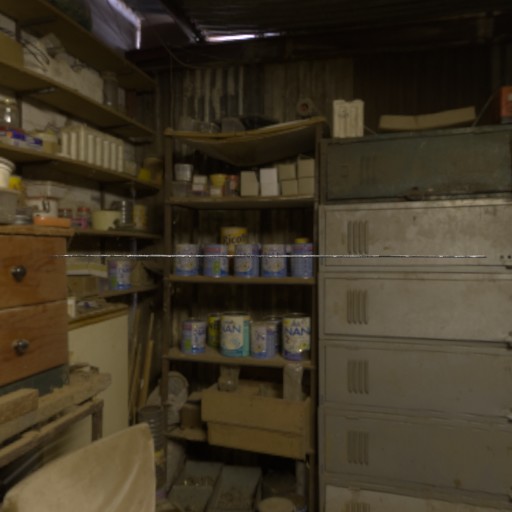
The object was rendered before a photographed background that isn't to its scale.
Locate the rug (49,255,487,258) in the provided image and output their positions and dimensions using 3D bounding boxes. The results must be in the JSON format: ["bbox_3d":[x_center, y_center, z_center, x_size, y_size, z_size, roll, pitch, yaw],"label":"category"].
[{"bbox_3d":[0.000,0.000,2.751,2.476,0.010,0.807,0,0,18],"label":"rug"}]
